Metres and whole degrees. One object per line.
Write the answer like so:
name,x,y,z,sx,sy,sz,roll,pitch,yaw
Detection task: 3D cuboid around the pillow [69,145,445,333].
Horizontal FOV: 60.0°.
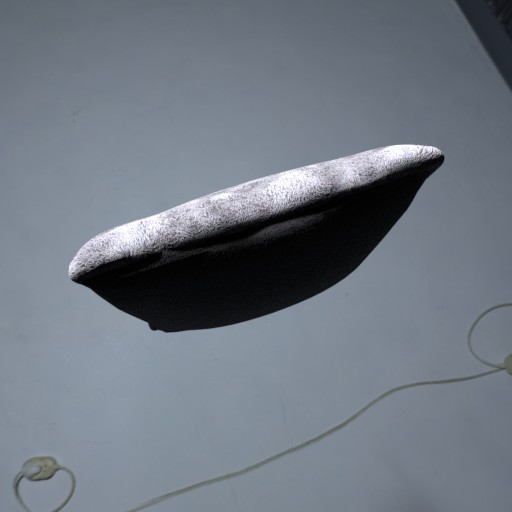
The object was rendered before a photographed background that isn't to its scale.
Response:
pillow,0.000,0.000,0.808,0.522,0.520,0.204,-18,75,-5
